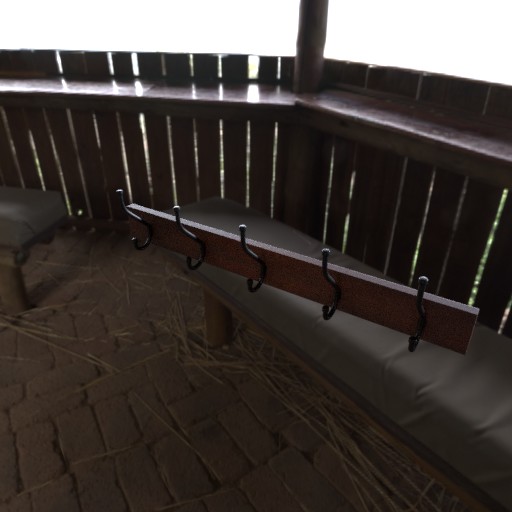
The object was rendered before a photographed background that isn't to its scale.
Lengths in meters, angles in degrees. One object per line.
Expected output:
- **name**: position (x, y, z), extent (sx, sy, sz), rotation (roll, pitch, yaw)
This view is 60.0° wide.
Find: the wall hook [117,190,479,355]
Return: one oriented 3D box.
- **wall hook**: position (0.000, 0.000, 0.624), extent (0.571, 0.117, 0.071), rotation (18, 34, 29)
